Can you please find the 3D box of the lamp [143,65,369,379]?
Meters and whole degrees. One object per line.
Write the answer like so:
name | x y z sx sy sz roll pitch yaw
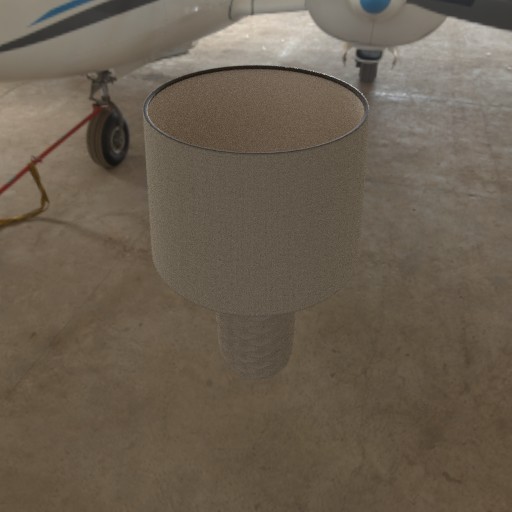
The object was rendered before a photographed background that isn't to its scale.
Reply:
lamp | 0.000 0.000 0.838 0.376 0.594 0.376 0 41 0
